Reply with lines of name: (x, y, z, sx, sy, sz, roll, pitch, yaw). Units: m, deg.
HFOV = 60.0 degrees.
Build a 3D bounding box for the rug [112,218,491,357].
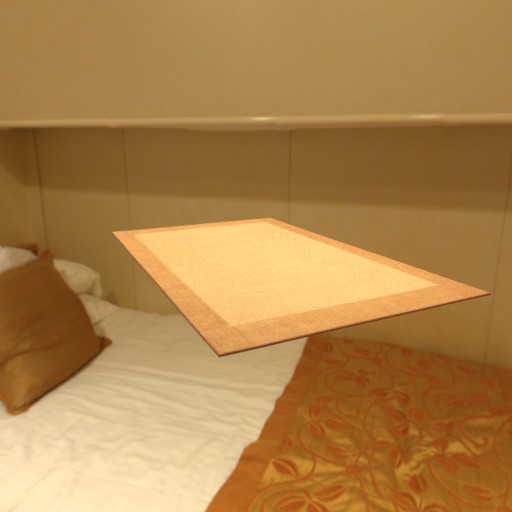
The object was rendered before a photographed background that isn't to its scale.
rug: (0.000, 0.000, 3.036, 1.524, 0.014, 2.438, -7, 17, -25)
